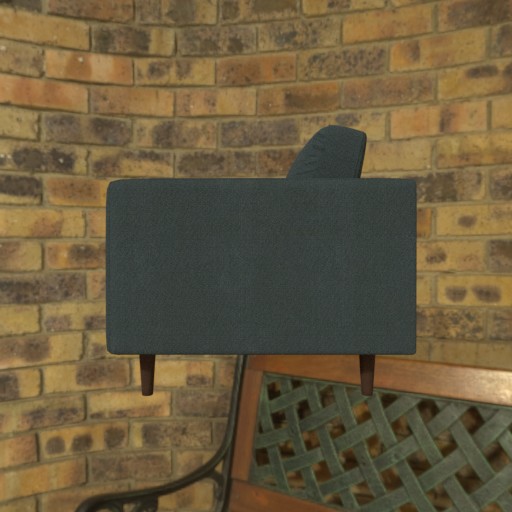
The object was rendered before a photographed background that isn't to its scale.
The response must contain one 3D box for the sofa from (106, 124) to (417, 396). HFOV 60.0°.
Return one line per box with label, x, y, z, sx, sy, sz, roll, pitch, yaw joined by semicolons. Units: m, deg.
sofa;0.000;0.000;2.126;0.999;0.930;1.518;0;0;0
